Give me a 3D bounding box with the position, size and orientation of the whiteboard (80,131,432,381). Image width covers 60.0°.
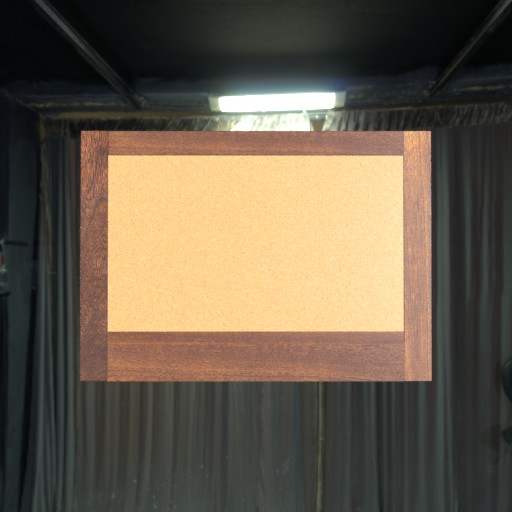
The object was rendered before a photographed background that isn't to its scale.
[{"bbox_3d":[0.000,0.000,1.030,0.783,0.559,0.083,0,-1,0],"label":"whiteboard"}]
